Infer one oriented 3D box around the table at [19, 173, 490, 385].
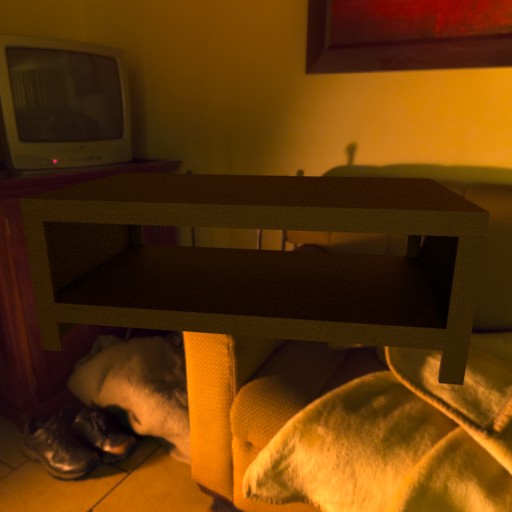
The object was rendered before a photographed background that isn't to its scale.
[{"bbox_3d":[0.000,0.000,1.365,1.099,0.424,0.597,3,17,9],"label":"table"}]
